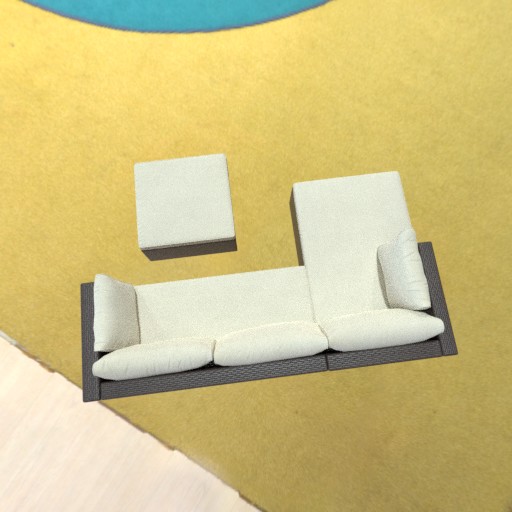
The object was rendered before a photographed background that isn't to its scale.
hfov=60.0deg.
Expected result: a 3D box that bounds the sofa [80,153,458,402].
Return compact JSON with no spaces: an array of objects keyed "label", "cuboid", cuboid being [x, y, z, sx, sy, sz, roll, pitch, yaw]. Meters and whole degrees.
[{"label":"sofa","cuboid":[0.000,0.000,3.001,2.192,0.766,1.612,-7,75,-2]}]
